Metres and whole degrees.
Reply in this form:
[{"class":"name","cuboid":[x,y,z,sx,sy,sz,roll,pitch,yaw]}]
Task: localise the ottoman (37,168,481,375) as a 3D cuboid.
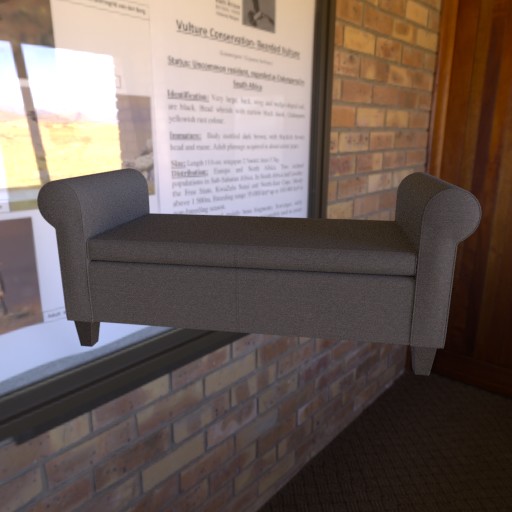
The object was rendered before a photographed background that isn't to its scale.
[{"class":"ottoman","cuboid":[0.000,0.000,1.527,1.256,0.547,0.521,3,16,9]}]
